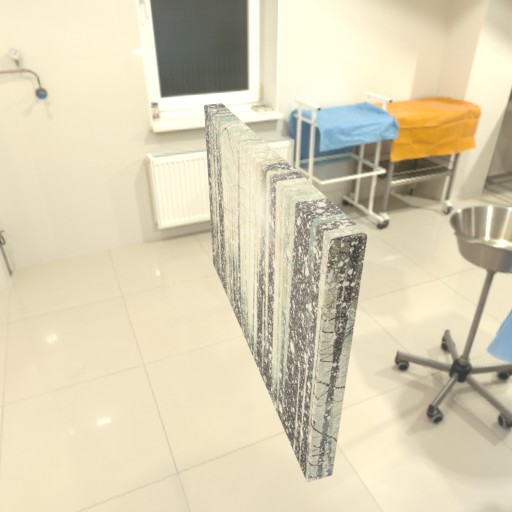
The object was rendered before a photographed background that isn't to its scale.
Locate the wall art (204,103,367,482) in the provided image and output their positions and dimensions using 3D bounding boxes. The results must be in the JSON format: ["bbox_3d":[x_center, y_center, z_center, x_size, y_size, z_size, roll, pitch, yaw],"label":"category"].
[{"bbox_3d":[0.000,0.000,0.789,0.042,0.398,0.618,-9,32,-14],"label":"wall art"}]
